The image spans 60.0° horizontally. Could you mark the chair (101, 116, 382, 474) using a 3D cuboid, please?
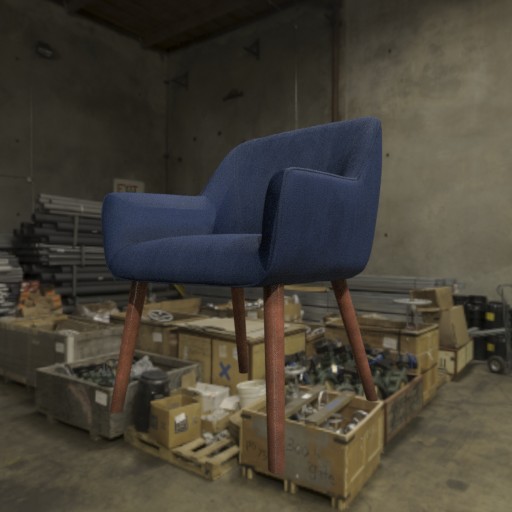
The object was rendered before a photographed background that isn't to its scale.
[{"bbox_3d":[0.000,0.000,1.222,0.600,0.820,0.600,0,0,38],"label":"chair"}]
